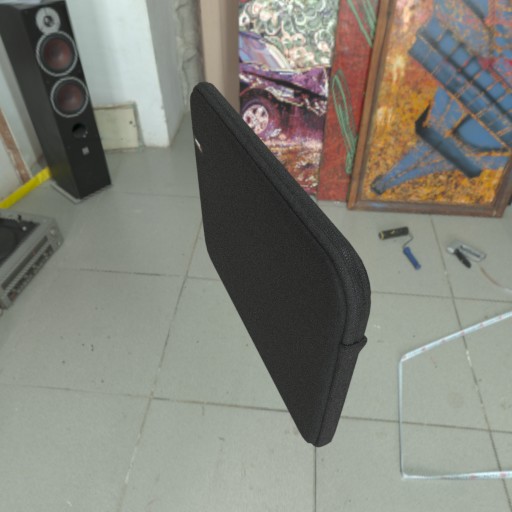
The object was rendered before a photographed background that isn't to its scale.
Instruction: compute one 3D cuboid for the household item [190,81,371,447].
[{"bbox_3d":[0.000,0.000,0.533,0.030,0.305,0.396,-17,47,-17],"label":"household item"}]
